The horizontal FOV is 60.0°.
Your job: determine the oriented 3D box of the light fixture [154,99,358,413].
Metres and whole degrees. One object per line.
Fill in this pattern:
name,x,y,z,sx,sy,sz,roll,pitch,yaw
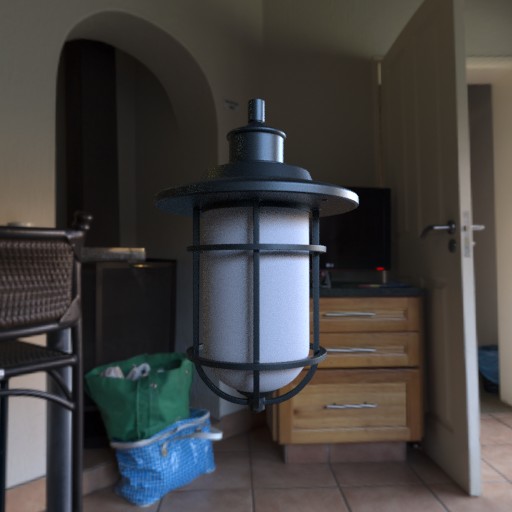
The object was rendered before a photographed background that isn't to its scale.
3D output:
light fixture,0.000,0.000,0.504,0.222,0.345,0.252,0,-2,0
